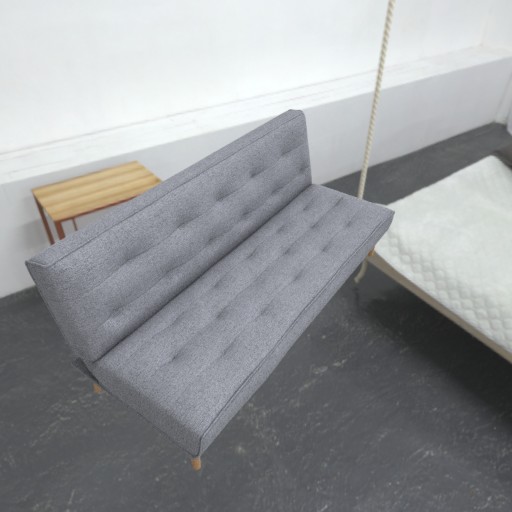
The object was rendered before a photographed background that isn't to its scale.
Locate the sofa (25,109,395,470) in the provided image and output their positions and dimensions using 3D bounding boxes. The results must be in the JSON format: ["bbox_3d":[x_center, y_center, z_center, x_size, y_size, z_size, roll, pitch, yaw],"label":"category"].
[{"bbox_3d":[0.000,0.000,2.257,0.810,0.830,1.820,24,45,27],"label":"sofa"}]
